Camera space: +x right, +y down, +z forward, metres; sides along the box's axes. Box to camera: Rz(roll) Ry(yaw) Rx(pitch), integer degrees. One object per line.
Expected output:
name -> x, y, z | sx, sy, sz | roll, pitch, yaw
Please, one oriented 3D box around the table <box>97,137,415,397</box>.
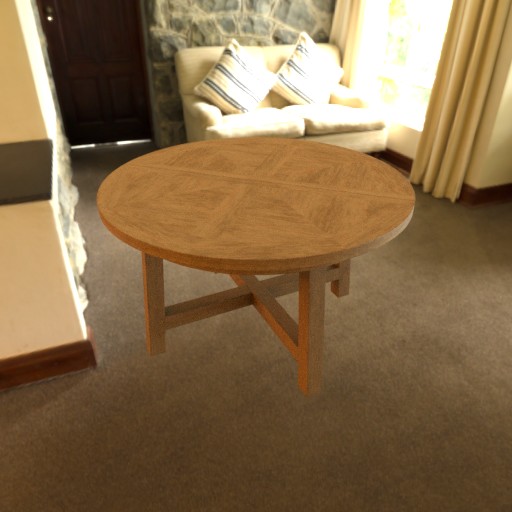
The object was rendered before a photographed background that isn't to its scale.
table -> 0.000, 0.000, 2.115 | 1.319, 0.762, 1.319 | 0, 31, 0
